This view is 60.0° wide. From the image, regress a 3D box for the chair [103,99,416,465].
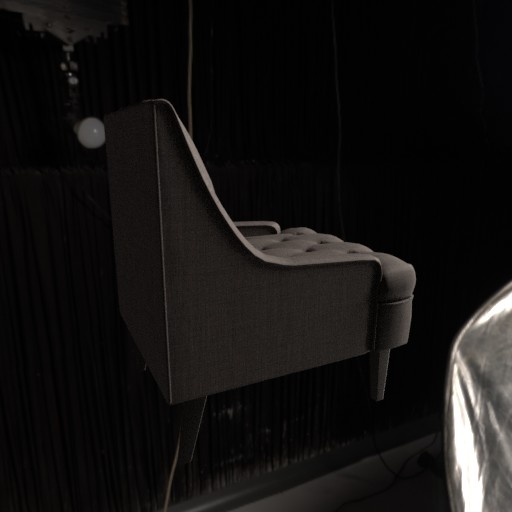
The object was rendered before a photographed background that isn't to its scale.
[{"bbox_3d":[0.000,0.000,1.404,0.771,0.891,0.655,-7,16,-25],"label":"chair"}]
